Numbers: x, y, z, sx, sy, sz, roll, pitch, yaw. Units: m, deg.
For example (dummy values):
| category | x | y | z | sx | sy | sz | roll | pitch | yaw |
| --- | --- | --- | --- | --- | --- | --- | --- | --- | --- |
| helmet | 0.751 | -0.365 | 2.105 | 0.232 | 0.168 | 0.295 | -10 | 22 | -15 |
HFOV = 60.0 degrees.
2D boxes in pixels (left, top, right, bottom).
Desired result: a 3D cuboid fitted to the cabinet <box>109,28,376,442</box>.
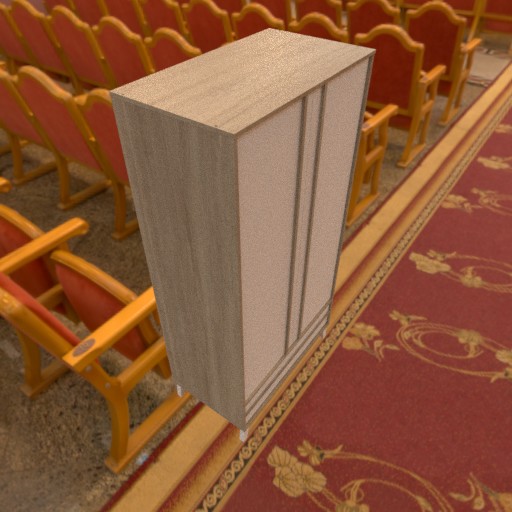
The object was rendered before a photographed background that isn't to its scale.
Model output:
| category | x | y | z | sx | sy | sz | roll | pitch | yaw |
| --- | --- | --- | --- | --- | --- | --- | --- | --- | --- |
| cabinet | 0.000 | 0.000 | 2.429 | 0.571 | 1.999 | 1.006 | 26 | 48 | 26 |
